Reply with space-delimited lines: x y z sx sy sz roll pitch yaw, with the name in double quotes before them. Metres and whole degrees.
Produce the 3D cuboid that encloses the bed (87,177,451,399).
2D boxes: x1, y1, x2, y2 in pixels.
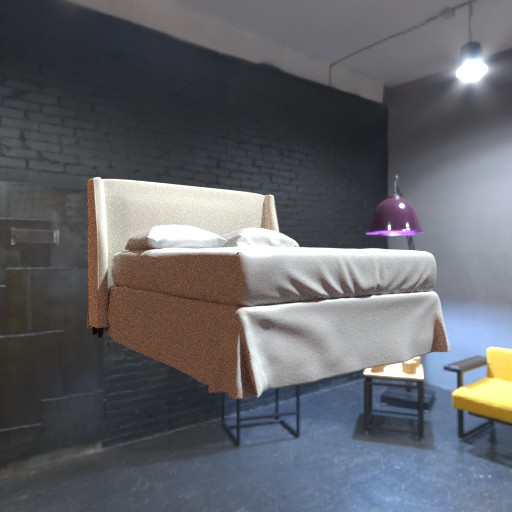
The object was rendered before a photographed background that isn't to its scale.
"bed" 0.000 0.000 3.392 1.925 1.332 2.276 0 0 -36
